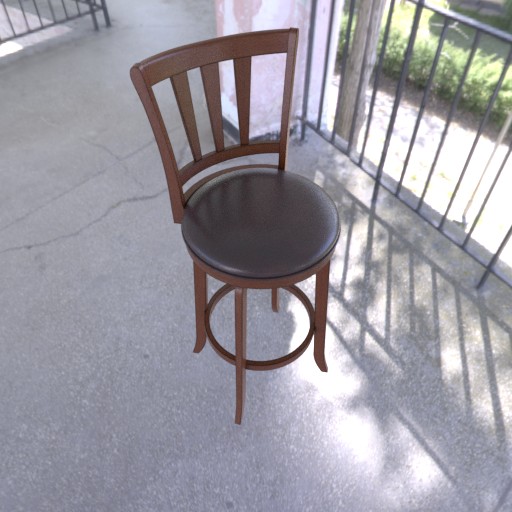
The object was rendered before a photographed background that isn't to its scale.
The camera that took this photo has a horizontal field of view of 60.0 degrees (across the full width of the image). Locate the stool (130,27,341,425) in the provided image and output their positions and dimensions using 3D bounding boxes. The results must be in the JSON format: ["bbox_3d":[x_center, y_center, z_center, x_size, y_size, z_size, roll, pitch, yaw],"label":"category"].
[{"bbox_3d":[0.000,0.000,1.393,0.464,1.177,0.503,-24,51,-21],"label":"stool"}]
